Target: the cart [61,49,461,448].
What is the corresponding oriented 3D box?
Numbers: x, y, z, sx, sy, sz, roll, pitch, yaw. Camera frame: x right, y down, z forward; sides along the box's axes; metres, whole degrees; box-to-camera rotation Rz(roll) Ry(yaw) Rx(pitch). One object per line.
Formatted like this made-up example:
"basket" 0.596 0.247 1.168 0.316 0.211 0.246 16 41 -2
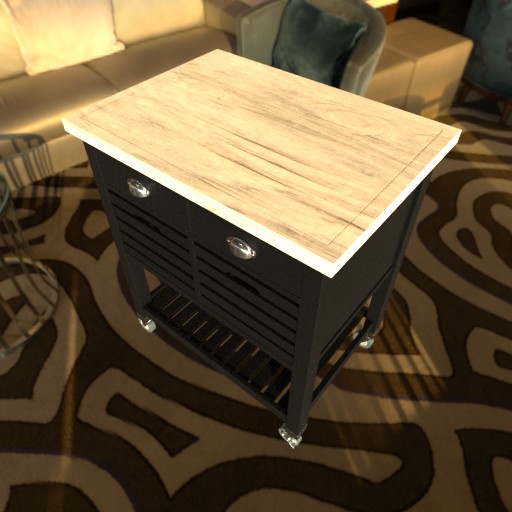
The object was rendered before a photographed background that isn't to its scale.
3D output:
"cart" 0.000 0.000 1.402 0.797 0.920 0.567 30 53 26
